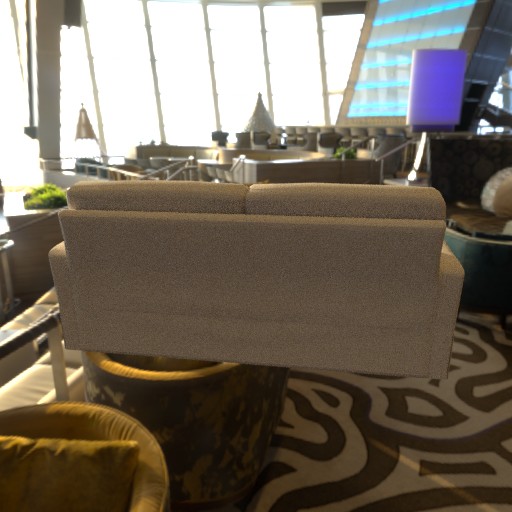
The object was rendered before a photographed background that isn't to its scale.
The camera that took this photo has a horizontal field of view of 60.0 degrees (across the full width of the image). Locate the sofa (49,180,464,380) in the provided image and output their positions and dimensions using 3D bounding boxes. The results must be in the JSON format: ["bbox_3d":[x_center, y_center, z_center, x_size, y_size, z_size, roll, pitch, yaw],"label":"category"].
[{"bbox_3d":[0.000,0.000,2.286,1.808,0.831,0.894,2,16,8],"label":"sofa"}]
